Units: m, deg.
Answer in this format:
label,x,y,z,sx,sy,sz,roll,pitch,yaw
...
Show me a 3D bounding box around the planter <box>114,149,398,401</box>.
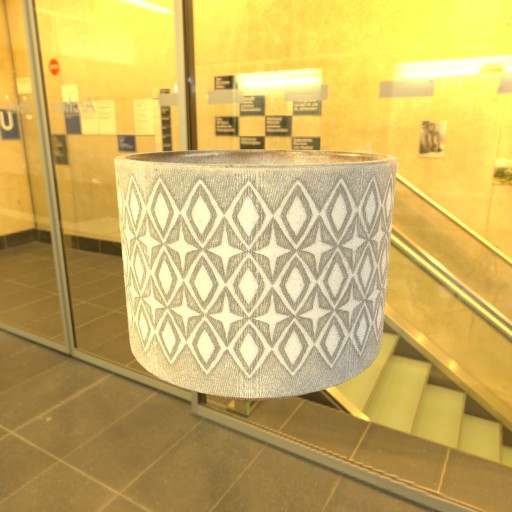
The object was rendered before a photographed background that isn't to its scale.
label,x,y,z,sx,sy,sz,roll,pitch,yaw
planter,0.000,0.000,0.324,0.186,0.144,0.186,0,16,0
